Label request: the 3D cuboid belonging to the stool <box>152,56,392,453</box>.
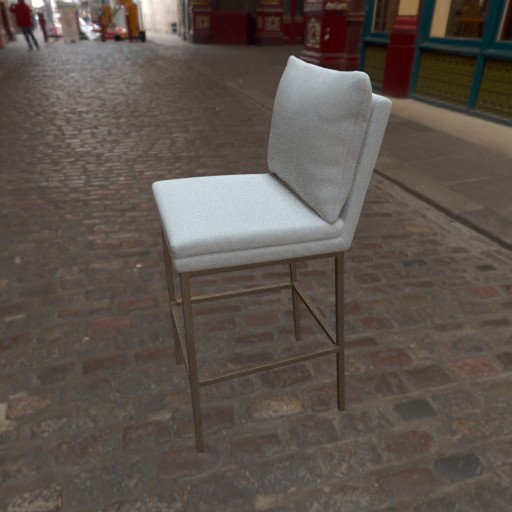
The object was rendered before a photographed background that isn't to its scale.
[{"bbox_3d":[0.000,0.000,1.413,0.572,1.125,0.463,-9,31,-16],"label":"stool"}]
